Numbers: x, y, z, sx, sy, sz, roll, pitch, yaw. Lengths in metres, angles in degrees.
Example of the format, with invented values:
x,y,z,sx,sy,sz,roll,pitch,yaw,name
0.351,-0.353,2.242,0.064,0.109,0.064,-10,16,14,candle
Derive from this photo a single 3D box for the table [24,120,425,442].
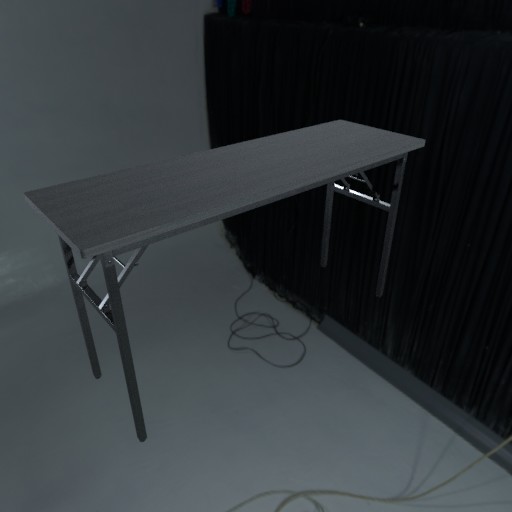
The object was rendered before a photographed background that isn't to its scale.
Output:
x,y,z,sx,sy,sz,roll,pitch,yaw,name
0.000,0.000,1.720,1.399,0.750,0.449,-23,37,-34,table
